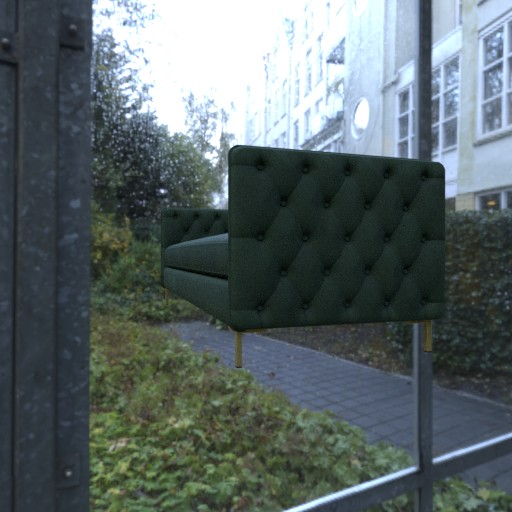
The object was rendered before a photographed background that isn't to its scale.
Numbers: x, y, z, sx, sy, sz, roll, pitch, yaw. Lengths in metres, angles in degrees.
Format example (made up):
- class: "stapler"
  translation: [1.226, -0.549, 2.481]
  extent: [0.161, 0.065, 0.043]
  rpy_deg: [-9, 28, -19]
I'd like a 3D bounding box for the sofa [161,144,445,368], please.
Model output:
- class: "sofa"
  translation: [0.000, 0.000, 2.635]
  extent: [0.895, 0.771, 2.209]
  rpy_deg: [0, 0, -18]
